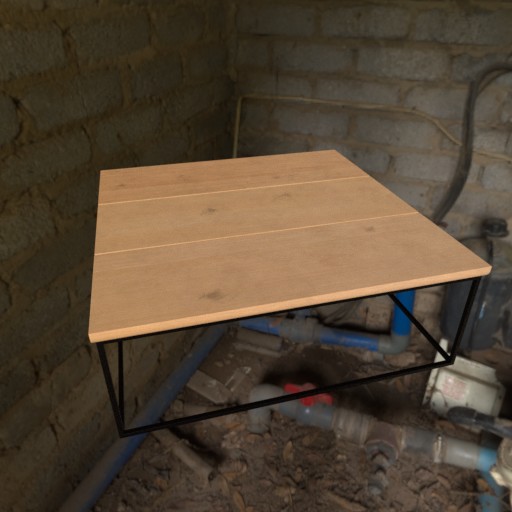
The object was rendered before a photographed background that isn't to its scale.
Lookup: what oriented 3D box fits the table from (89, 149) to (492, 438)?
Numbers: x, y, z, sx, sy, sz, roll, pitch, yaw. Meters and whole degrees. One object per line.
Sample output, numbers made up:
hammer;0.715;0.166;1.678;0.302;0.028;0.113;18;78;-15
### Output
table;0.000;0.000;1.702;1.100;0.400;1.100;-8;32;-13
